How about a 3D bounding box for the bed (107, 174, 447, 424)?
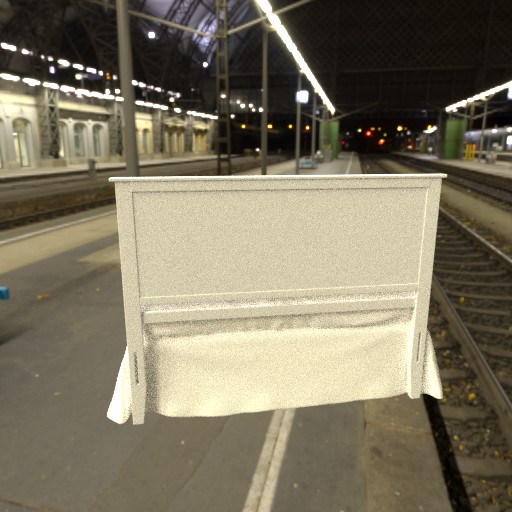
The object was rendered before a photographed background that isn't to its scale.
[{"bbox_3d":[0.000,0.000,3.207,1.876,1.269,2.047,-2,14,-9],"label":"bed"}]
